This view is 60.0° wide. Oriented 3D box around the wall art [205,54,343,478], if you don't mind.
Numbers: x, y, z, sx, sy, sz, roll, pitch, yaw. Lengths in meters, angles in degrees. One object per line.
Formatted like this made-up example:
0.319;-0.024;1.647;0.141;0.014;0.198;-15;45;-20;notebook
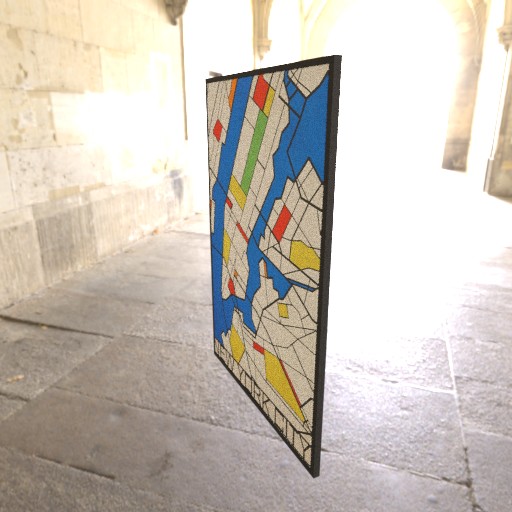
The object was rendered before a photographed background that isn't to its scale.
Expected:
0.000;0.000;0.845;0.013;0.657;0.457;-9;20;-25;wall art
